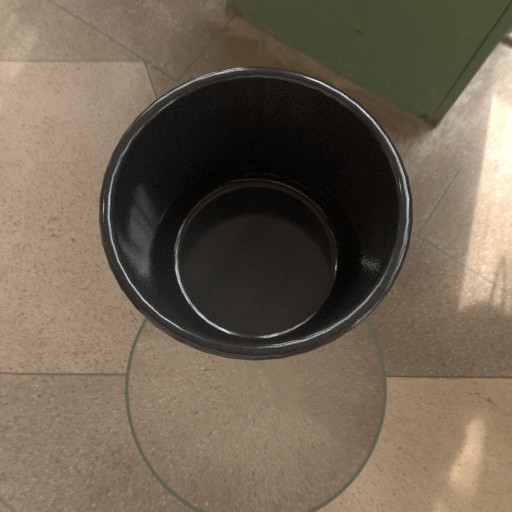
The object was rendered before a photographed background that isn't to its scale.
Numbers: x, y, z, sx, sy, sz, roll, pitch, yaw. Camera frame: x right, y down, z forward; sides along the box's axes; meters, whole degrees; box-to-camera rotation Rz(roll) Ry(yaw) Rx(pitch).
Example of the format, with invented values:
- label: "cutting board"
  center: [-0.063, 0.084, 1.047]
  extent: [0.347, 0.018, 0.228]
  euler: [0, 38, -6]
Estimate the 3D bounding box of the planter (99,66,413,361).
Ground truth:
- label: "planter"
  center: [0.000, 0.000, 0.266]
  extent: [0.129, 0.177, 0.129]
  euler: [0, 74, 0]
